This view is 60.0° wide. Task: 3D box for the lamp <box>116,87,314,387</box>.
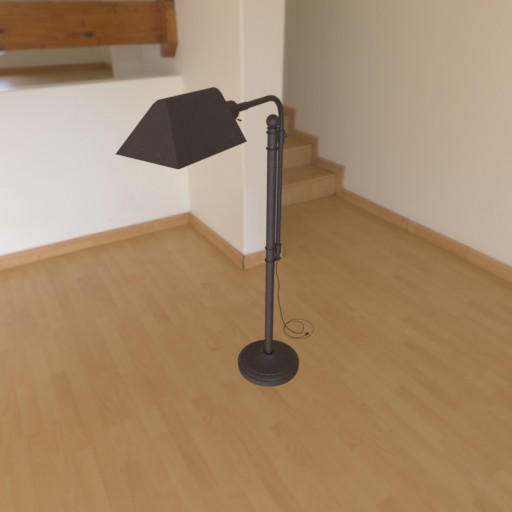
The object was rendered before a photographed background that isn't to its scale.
[{"bbox_3d":[0.000,0.000,0.939,0.159,0.708,0.545,18,35,29],"label":"lamp"}]
